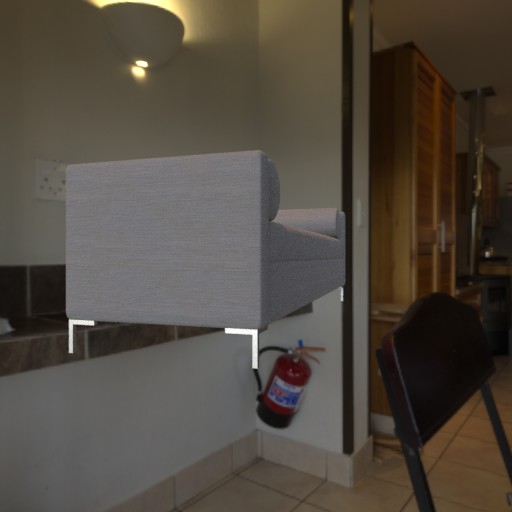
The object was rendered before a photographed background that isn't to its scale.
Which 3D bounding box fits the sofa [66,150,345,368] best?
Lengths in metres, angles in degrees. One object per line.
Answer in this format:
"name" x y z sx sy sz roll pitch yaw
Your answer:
"sofa" 0.000 0.000 2.291 0.686 0.635 1.981 0 0 18
